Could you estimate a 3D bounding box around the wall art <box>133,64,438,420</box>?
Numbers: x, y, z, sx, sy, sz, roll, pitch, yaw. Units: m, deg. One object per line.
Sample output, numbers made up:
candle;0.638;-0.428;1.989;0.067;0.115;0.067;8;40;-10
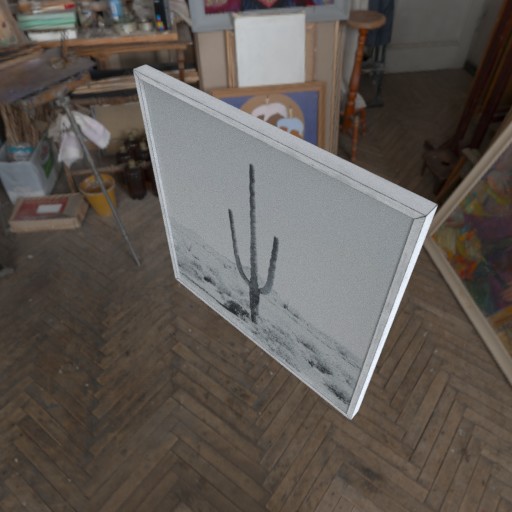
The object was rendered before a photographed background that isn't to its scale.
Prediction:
wall art;0.000;0.000;1.154;0.762;0.762;0.038;34;55;28
